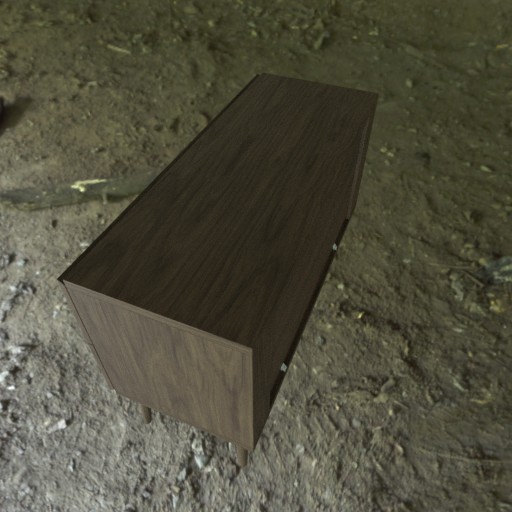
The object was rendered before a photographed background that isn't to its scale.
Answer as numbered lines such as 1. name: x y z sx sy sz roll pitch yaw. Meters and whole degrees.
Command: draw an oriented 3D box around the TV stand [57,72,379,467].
1. TV stand: 0.000 0.000 1.336 0.405 0.660 0.990 17 48 16
